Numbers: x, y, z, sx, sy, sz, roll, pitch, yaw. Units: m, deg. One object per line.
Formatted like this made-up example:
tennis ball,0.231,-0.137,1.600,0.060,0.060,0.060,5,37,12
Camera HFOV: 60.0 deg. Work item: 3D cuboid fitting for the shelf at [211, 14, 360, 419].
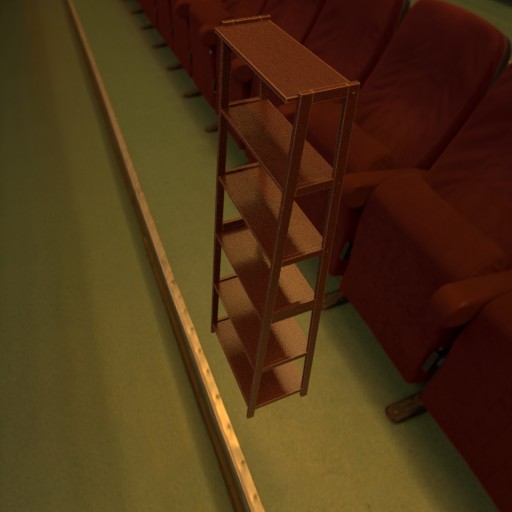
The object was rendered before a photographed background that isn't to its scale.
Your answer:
shelf,0.000,0.000,2.121,0.381,1.892,0.660,-17,48,-16
